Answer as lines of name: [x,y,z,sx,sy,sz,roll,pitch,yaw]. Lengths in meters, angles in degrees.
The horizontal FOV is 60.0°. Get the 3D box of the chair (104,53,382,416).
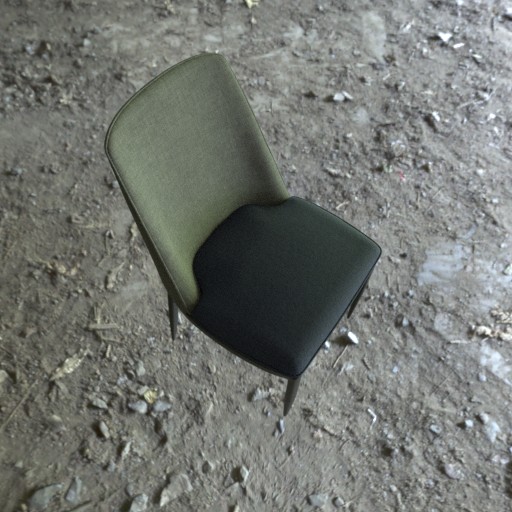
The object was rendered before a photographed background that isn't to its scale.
chair: [0.000,0.000,1.176,0.550,0.855,0.488,31,63,18]
